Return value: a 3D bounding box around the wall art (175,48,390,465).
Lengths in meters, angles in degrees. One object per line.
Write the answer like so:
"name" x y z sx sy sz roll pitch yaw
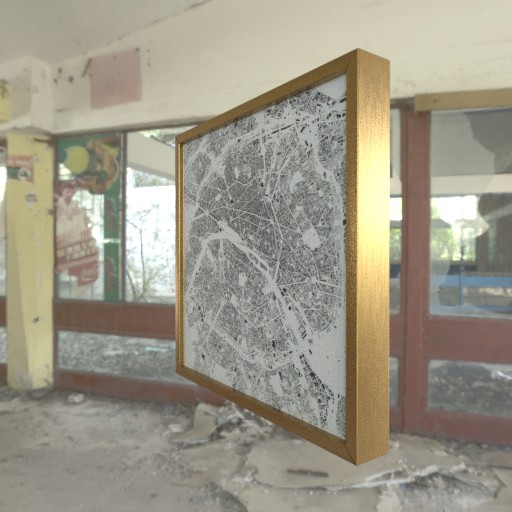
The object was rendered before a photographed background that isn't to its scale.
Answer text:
"wall art" 0.000 0.000 0.457 0.037 0.305 0.305 0 1 -36
